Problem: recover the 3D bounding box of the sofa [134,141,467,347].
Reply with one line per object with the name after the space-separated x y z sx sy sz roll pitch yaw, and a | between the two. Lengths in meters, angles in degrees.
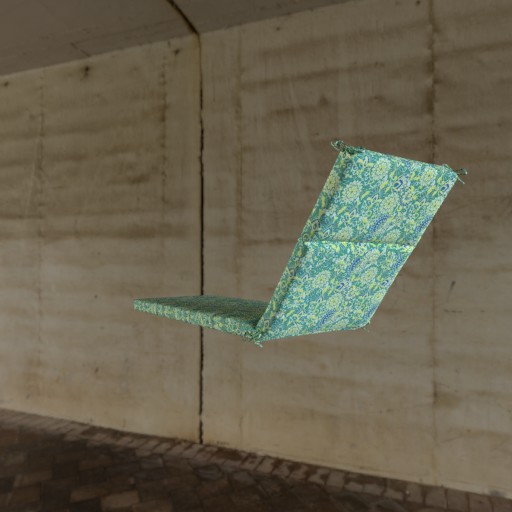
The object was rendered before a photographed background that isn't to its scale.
0.000 0.000 1.981 0.582 0.622 1.663 0 -1 -36 | sofa
